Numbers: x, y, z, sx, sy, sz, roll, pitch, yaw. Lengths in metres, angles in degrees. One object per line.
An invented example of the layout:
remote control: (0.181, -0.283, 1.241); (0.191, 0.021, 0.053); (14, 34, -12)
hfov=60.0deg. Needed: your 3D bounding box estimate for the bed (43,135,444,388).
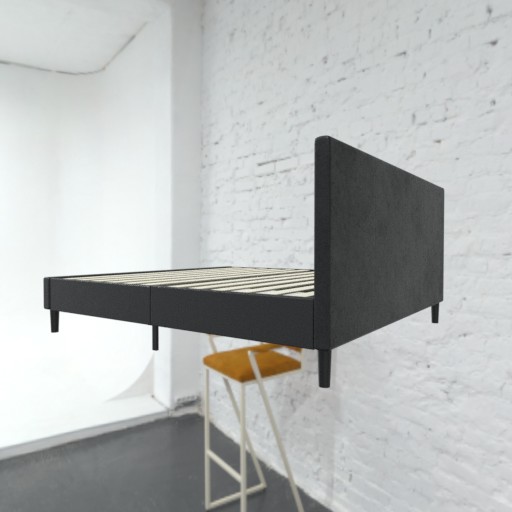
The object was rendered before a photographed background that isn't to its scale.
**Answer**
bed: (0.000, 0.000, 3.238); (2.152, 1.046, 2.018); (1, 2, 35)
